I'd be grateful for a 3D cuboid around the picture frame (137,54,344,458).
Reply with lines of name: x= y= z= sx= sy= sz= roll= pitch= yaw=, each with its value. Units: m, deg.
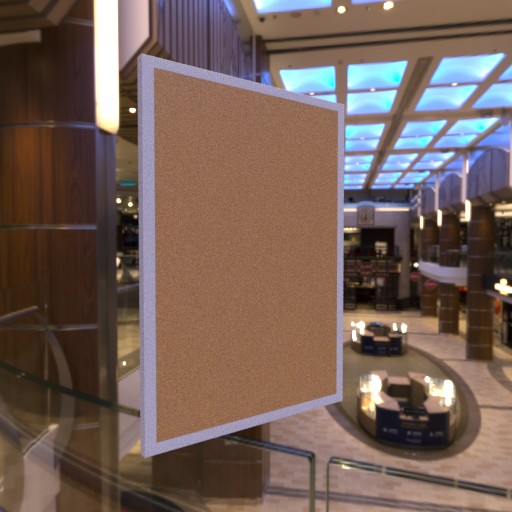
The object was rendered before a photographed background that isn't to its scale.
picture frame: x=0.000 y=0.000 z=0.568 sx=0.305 sy=0.434 sz=0.013 roll=-1 pitch=2 yaw=-35
